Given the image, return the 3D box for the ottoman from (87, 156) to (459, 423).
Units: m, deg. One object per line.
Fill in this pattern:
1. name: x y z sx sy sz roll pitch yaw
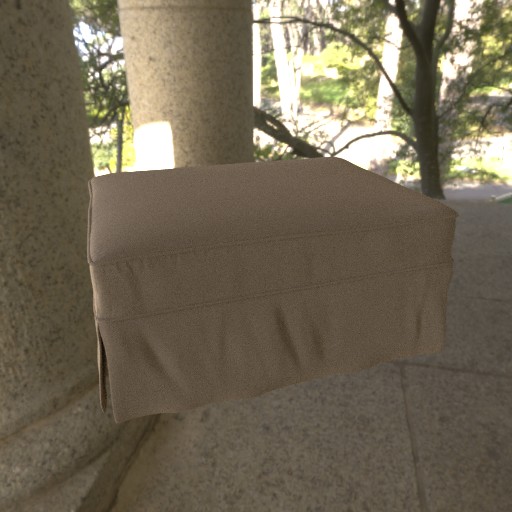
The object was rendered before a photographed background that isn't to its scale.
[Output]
1. ottoman: 0.000 0.000 1.339 0.959 0.482 0.721 -8 27 -16
